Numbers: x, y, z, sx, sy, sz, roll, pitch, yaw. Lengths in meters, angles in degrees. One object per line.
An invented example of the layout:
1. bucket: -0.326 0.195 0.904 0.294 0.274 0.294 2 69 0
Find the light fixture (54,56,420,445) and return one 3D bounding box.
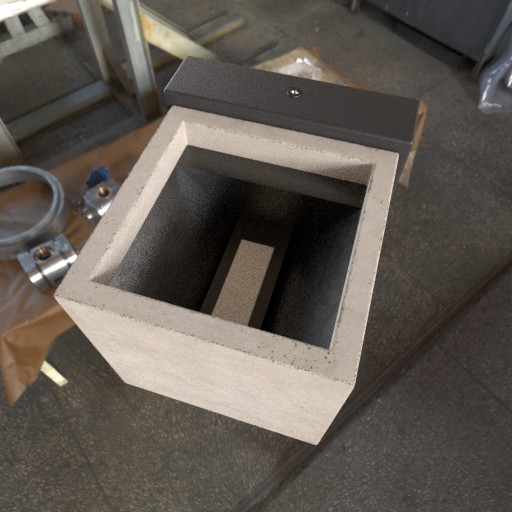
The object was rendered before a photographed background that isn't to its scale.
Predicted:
1. light fixture: 0.000 0.000 0.235 0.121 0.121 0.143 15 59 9
